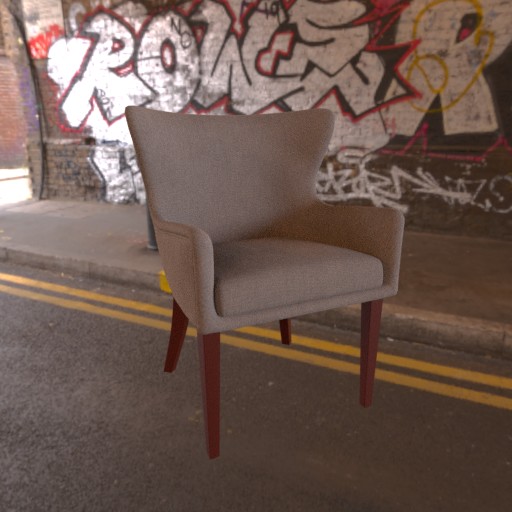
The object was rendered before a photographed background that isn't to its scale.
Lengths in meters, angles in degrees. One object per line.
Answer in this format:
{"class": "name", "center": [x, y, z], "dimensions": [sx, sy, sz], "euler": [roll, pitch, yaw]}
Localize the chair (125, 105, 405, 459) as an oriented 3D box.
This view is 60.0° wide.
{"class": "chair", "center": [0.000, 0.000, 1.462], "dimensions": [0.732, 0.948, 0.677], "euler": [-8, 18, -25]}
